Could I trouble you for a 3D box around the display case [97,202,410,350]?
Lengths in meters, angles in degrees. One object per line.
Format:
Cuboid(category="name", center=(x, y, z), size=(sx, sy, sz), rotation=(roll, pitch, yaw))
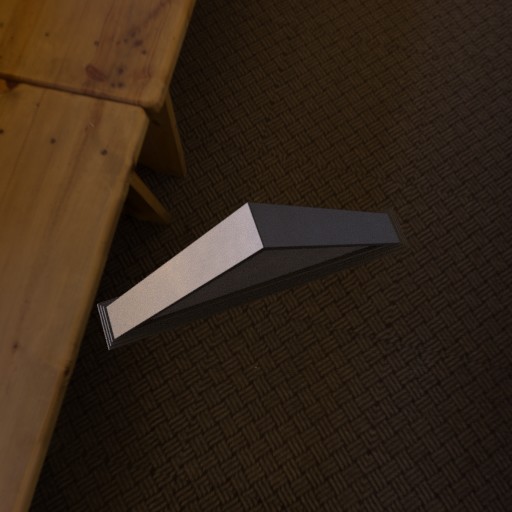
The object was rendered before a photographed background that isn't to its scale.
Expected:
Cuboid(category="display case", center=(0.000, 0.000, 0.743), size=(0.640, 0.340, 0.095), rotation=(-18, 77, -5))
